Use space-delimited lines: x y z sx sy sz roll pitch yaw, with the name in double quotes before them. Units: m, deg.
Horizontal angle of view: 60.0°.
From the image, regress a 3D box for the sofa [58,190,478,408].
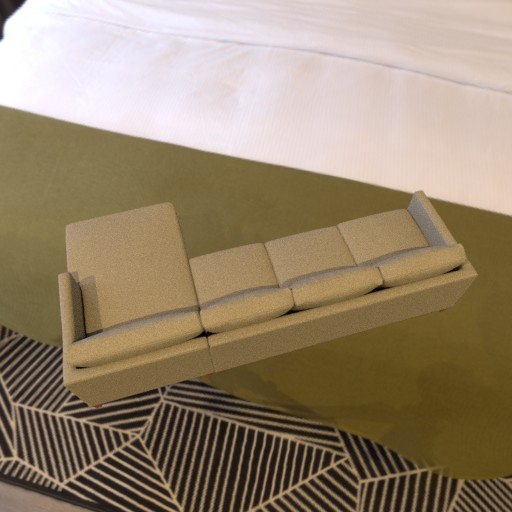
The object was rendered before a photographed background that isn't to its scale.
"sofa" 0.000 0.000 3.855 3.186 0.861 1.625 -14 58 -9
